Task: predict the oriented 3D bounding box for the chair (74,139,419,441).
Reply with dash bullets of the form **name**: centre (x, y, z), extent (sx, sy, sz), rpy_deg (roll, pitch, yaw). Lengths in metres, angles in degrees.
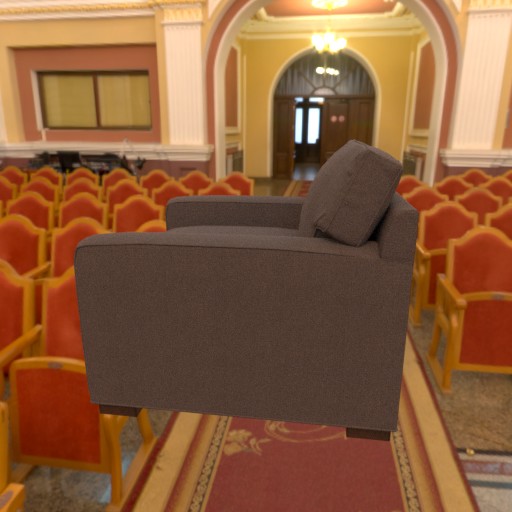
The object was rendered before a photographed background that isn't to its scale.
- **chair**: centre (0.000, 0.000, 1.810), extent (1.043, 0.913, 0.997), rpy_deg (2, 16, 8)
